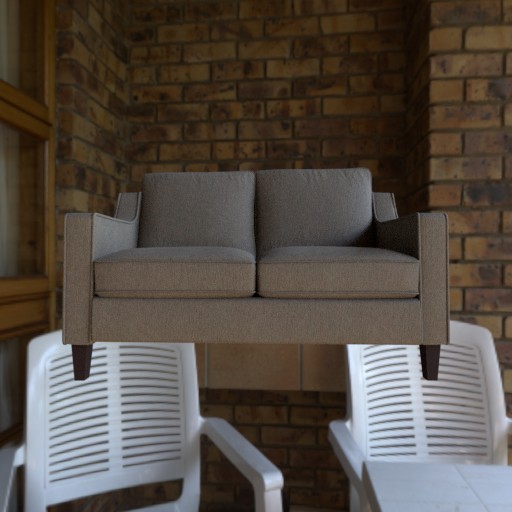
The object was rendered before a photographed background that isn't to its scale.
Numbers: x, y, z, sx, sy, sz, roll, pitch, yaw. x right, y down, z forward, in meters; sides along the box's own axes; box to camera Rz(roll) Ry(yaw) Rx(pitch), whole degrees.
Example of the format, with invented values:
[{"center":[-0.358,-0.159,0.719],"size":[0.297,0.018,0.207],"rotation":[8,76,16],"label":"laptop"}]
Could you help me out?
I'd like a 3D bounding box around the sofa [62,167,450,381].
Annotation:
[{"center":[0.000,0.000,2.165],"size":[1.503,0.981,0.985],"rotation":[0,0,0],"label":"sofa"}]
